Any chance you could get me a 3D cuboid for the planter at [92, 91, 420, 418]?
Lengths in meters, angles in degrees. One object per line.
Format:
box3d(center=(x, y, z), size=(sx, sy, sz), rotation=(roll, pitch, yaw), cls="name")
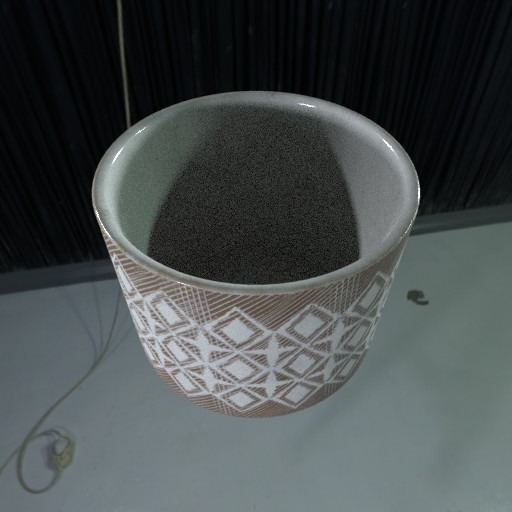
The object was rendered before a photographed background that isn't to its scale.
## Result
box3d(center=(0.000, 0.000, 0.214), size=(0.126, 0.104, 0.126), rotation=(0, 47, 0), cls="planter")
